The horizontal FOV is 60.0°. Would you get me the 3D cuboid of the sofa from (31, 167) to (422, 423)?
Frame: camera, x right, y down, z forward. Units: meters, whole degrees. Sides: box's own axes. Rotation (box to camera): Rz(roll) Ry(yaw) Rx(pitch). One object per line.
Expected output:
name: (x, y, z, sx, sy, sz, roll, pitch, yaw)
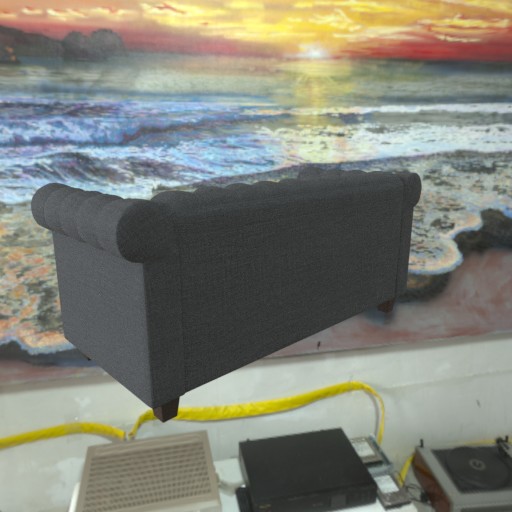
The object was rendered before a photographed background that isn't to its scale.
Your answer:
sofa: (0.000, 0.000, 2.184, 1.798, 0.797, 0.783, -13, 20, -42)
